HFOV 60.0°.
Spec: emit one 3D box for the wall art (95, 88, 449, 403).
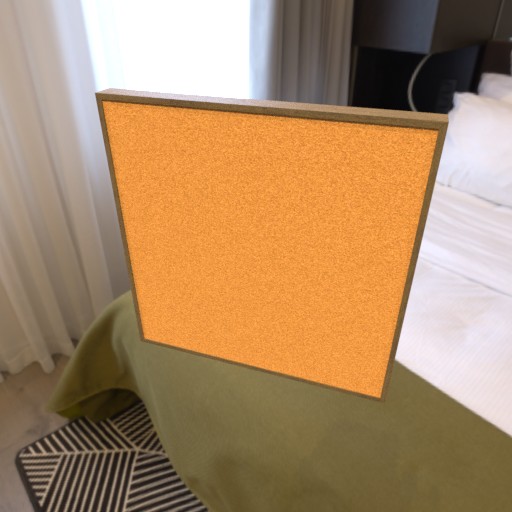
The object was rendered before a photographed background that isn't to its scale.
[{"bbox_3d":[0.000,0.000,0.756,0.507,0.507,0.037,10,33,16],"label":"wall art"}]
